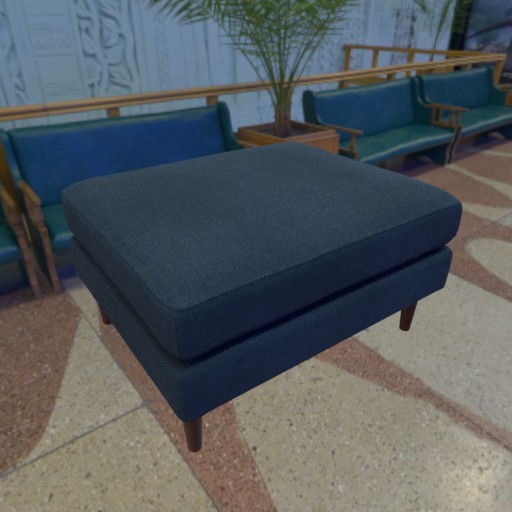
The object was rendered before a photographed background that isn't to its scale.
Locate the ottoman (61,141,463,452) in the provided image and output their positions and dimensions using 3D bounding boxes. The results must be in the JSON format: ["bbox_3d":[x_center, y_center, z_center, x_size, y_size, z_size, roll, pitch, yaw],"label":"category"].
[{"bbox_3d":[0.000,0.000,1.227,0.821,0.474,0.693,-19,34,-31],"label":"ottoman"}]
